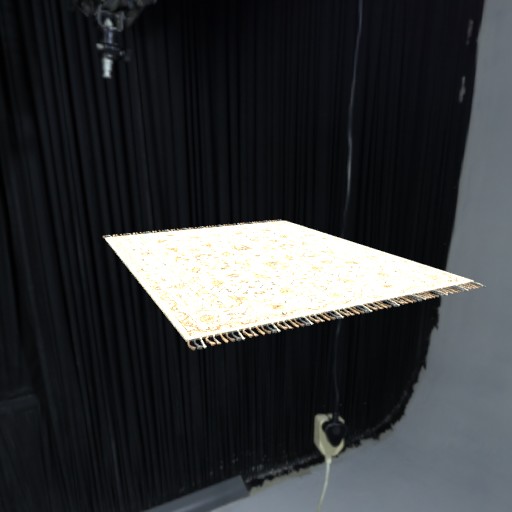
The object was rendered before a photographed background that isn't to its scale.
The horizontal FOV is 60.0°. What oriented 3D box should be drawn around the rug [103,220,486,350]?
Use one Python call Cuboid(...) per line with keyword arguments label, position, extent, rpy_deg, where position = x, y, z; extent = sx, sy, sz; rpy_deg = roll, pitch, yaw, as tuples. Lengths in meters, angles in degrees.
Cuboid(label="rug", position=(0.000, 0.000, 2.293), extent=(1.278, 0.009, 1.726), rpy_deg=(-7, 17, -26))
